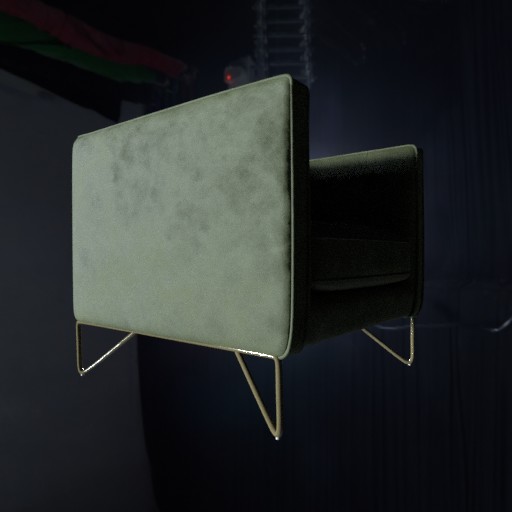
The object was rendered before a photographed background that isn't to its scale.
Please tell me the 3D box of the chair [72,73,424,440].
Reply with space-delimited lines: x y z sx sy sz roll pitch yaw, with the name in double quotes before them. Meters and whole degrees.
"chair" 0.000 0.000 1.521 0.894 0.790 0.880 0 0 38
